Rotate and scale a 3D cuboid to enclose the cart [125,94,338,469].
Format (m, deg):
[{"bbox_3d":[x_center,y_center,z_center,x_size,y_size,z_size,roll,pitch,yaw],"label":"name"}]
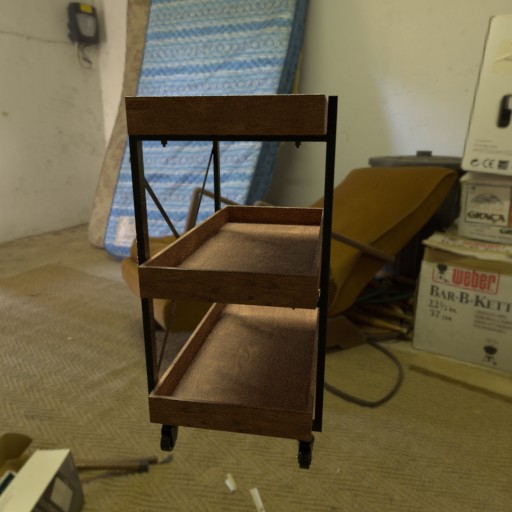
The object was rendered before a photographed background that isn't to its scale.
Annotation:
[{"bbox_3d":[0.000,0.000,1.241,0.411,0.800,0.750,3,16,10],"label":"cart"}]
